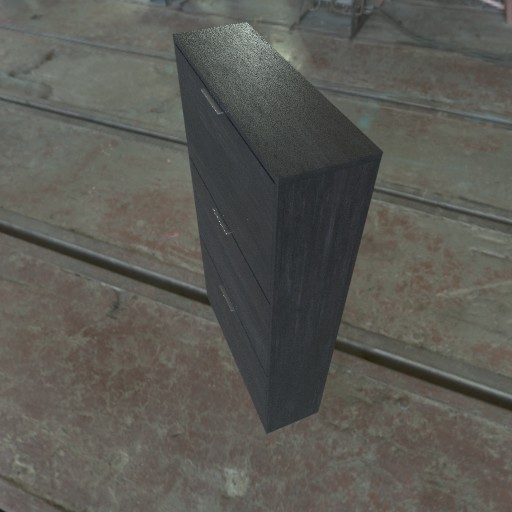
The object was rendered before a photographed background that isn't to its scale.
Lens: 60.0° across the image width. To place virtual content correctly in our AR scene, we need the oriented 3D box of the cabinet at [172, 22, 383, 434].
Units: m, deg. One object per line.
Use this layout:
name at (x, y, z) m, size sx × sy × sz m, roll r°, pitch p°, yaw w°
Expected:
cabinet at (0.000, 0.000, 1.577) m, size 0.250 × 1.280 × 0.750 m, roll -17°, pitch 50°, yaw -15°
